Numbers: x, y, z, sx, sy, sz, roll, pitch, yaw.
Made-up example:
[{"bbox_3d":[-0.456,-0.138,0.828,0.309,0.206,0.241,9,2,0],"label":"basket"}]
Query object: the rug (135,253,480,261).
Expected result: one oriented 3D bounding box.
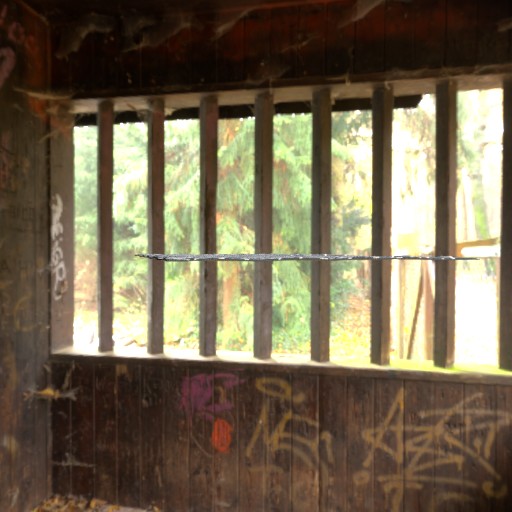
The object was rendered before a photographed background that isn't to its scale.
[{"bbox_3d":[0.000,0.000,3.105,1.529,0.017,2.448,0,1,-18],"label":"rug"}]
